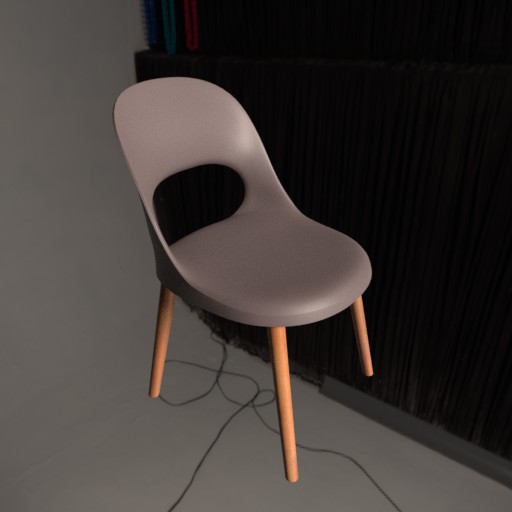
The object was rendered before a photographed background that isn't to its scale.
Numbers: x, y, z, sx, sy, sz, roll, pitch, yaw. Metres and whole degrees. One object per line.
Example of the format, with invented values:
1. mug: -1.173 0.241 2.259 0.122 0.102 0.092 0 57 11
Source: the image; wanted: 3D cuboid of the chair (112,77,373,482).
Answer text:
1. chair: 0.000 0.000 1.099 0.556 0.794 0.470 18 32 32
